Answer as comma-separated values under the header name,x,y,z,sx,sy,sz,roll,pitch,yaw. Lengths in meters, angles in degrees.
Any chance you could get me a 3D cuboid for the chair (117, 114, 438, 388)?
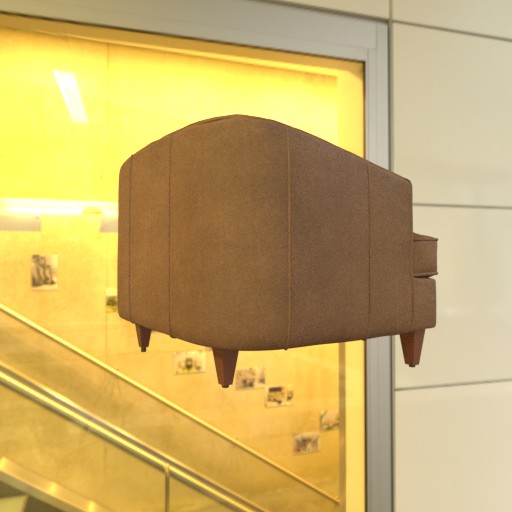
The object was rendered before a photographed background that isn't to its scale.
name,x,y,z,sx,sy,sz,roll,pitch,yaw
chair,0.000,0.000,1.771,0.914,0.787,1.118,1,-1,-35
